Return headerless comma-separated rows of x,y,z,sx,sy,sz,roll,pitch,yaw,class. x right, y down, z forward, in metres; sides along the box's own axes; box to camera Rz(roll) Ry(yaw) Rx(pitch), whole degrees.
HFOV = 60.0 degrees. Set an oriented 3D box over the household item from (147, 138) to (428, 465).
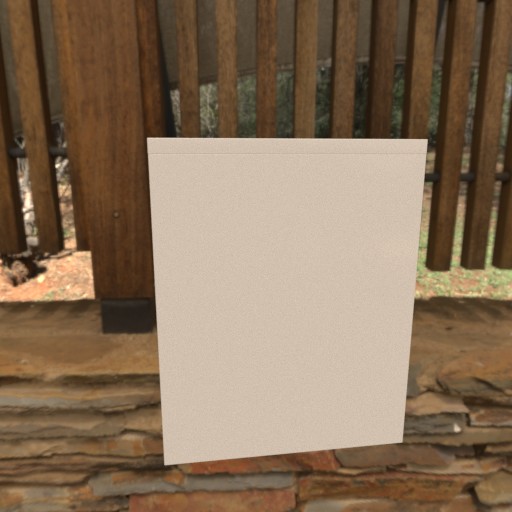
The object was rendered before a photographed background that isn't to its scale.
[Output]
0.000,0.000,1.536,0.597,0.749,1.100,-2,13,-8,household item
